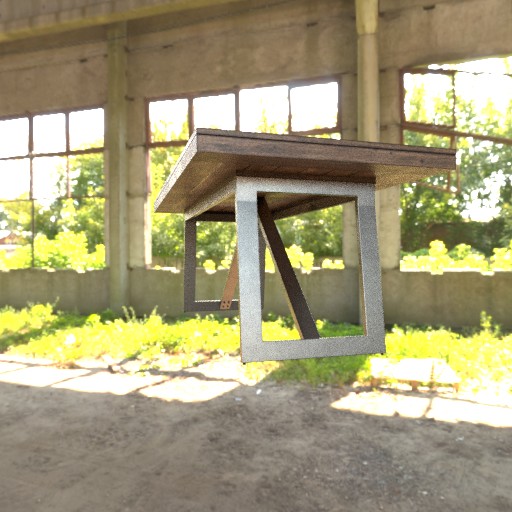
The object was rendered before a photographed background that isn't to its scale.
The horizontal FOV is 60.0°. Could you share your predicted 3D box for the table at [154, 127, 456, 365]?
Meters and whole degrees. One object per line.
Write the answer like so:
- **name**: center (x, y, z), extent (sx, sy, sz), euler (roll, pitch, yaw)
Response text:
- **table**: center (0.000, 0.000, 2.341), extent (0.931, 0.757, 1.867), euler (0, 0, -17)
